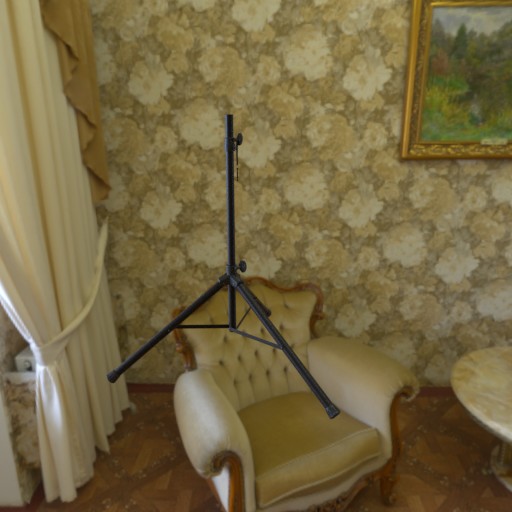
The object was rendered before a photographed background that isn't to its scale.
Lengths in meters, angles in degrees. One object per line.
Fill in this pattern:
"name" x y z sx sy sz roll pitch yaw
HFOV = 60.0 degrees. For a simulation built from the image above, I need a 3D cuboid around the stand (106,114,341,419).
"stand" 0.000 0.000 1.857 1.045 1.136 0.907 -15 22 -41
